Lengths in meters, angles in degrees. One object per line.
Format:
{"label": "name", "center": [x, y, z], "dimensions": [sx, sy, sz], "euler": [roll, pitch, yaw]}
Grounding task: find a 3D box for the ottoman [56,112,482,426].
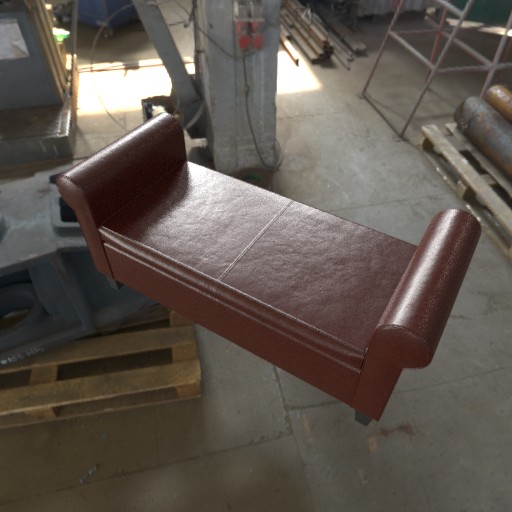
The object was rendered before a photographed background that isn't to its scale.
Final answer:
{"label": "ottoman", "center": [0.000, 0.000, 1.542], "dimensions": [1.256, 0.547, 0.521], "euler": [24, 50, 22]}
